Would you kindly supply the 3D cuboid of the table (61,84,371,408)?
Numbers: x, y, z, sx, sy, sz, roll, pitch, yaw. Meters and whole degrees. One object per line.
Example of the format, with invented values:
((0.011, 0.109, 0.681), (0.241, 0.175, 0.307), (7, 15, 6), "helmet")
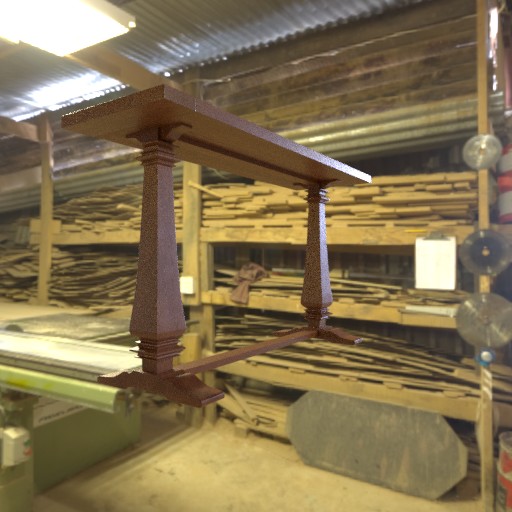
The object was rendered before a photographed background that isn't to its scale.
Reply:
((0.000, 0.000, 1.846), (0.461, 0.852, 1.478), (0, -1, 34), "table")
